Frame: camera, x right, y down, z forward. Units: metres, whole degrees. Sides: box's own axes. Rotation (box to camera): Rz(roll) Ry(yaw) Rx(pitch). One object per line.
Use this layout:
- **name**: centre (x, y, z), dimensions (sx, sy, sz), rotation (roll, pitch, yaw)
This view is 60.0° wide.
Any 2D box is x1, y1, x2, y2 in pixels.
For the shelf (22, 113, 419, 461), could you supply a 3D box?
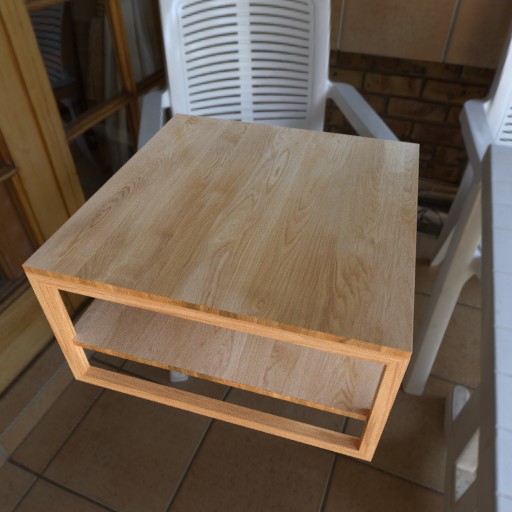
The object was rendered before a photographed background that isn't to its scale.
- **shelf**: centre (0.000, 0.000, 1.441), dimensions (0.899, 0.480, 0.899), rotation (11, 43, 12)
